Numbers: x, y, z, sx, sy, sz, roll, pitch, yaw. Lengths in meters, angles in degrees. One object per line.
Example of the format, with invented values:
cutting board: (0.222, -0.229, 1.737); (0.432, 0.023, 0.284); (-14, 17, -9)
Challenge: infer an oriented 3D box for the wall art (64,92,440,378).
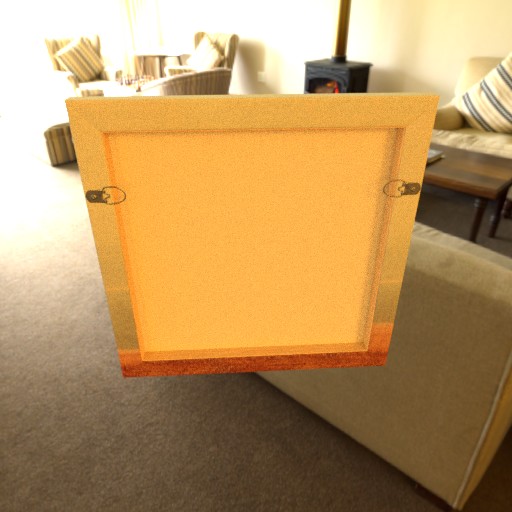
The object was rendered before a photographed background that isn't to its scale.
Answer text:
wall art: (0.000, 0.000, 0.876); (0.605, 0.605, 0.034); (-2, 31, -3)
